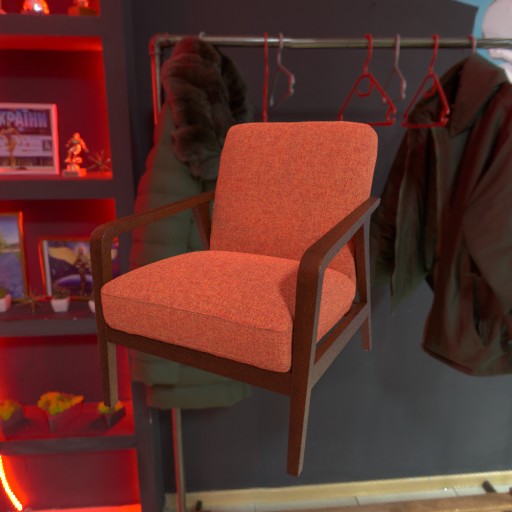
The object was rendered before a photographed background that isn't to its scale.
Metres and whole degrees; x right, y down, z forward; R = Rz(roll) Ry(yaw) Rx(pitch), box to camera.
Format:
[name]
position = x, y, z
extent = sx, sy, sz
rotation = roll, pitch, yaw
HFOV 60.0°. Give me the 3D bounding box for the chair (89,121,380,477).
[chair]
position = 0.000, 0.000, 1.513
extent = 0.719, 0.890, 0.860
rotation = 8, 18, 26
